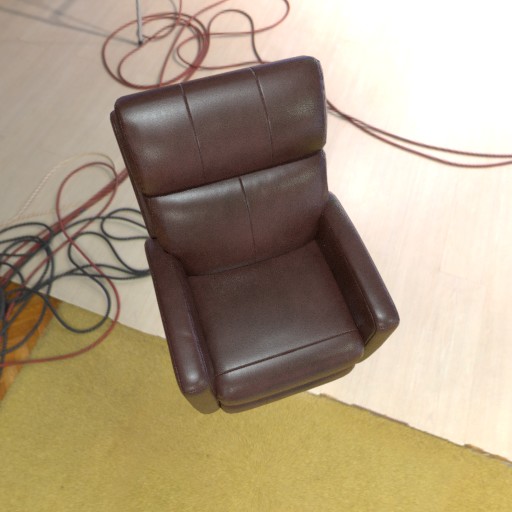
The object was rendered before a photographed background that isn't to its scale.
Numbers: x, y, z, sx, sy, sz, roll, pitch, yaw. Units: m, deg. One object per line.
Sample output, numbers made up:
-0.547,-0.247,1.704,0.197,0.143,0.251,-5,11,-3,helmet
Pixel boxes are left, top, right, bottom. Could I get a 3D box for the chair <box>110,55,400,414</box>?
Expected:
0.000,0.000,1.665,0.787,1.016,0.939,-16,64,-8,chair
